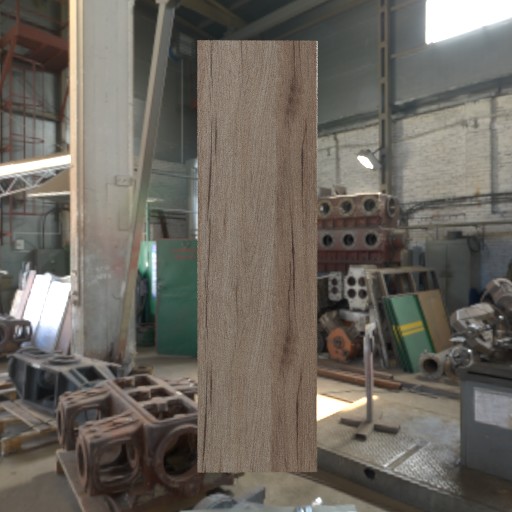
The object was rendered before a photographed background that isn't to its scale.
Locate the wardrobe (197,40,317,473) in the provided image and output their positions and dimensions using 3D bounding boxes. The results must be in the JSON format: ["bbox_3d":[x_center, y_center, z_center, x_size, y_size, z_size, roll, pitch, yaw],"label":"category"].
[{"bbox_3d":[0.000,0.000,3.027,0.580,2.070,1.810,0,0,-1],"label":"wardrobe"}]
